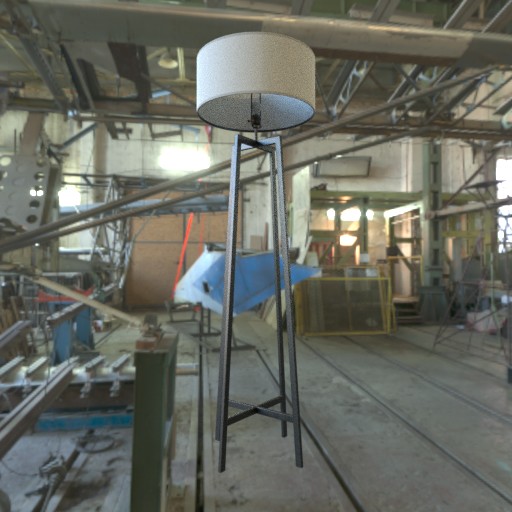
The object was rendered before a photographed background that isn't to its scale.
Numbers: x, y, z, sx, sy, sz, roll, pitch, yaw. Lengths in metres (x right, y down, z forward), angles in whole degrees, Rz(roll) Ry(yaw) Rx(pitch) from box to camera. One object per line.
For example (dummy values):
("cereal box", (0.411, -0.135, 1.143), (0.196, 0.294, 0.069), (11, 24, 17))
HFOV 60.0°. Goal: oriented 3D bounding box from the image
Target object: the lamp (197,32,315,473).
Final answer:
("lamp", (0.000, 0.000, 1.716), (0.456, 1.510, 0.457), (-1, -1, 38))
